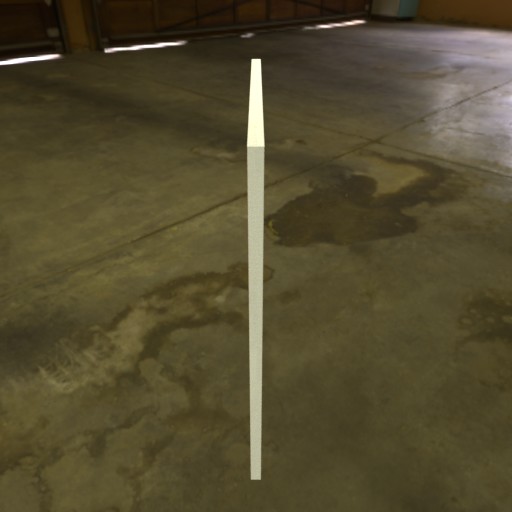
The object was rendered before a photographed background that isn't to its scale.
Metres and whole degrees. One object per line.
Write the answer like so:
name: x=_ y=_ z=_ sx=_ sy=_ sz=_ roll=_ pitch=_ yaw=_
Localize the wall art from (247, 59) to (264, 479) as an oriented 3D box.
wall art: x=0.000 y=0.000 z=0.981 sx=0.021 sy=0.710 sz=0.609 roll=0 pitch=33 yaw=0
